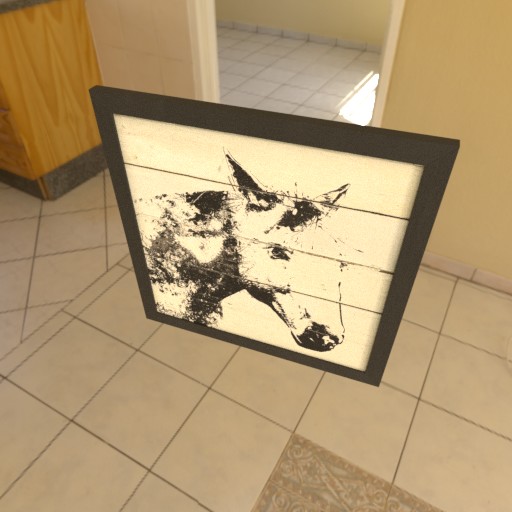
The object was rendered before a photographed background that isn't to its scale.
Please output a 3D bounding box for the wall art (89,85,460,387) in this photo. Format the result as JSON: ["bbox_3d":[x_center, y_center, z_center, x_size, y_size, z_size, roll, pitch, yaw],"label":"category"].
[{"bbox_3d":[0.000,0.000,1.505,1.016,1.016,0.038,13,44,15],"label":"wall art"}]
